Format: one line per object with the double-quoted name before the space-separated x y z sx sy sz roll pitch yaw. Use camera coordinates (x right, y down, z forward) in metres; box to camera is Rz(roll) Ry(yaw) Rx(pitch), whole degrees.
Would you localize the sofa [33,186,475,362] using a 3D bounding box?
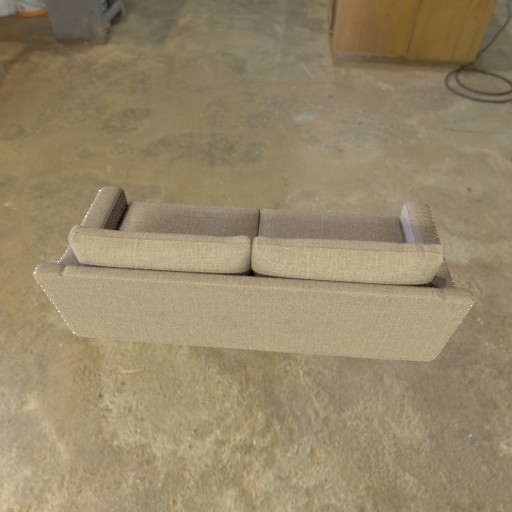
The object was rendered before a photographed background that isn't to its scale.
"sofa" 0.000 0.000 2.733 2.208 0.857 1.000 3 46 3
